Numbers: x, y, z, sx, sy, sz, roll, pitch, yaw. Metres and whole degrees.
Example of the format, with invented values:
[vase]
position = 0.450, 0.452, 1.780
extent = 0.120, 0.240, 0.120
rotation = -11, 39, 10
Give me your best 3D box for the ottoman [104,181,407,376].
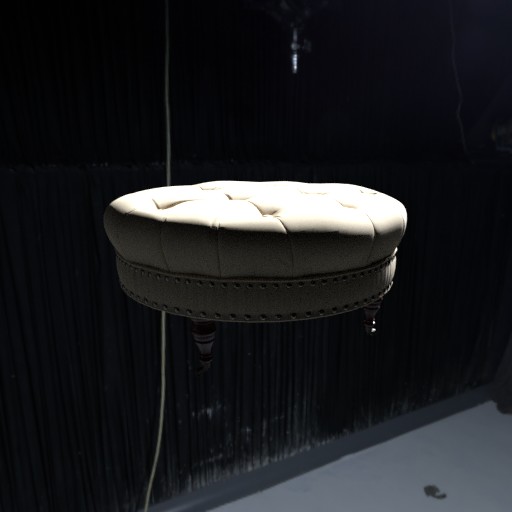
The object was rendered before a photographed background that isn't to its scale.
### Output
[ottoman]
position = 0.000, 0.000, 1.417
extent = 0.901, 0.439, 0.901
rotation = 0, 15, 0
